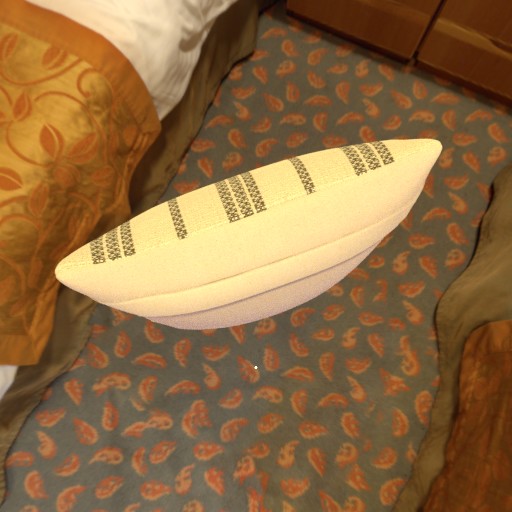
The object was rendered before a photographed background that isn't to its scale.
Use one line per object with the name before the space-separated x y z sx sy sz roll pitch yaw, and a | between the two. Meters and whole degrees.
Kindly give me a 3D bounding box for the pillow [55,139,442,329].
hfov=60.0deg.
pillow | 0.000 0.000 0.625 0.405 0.406 0.173 -19 77 -5
